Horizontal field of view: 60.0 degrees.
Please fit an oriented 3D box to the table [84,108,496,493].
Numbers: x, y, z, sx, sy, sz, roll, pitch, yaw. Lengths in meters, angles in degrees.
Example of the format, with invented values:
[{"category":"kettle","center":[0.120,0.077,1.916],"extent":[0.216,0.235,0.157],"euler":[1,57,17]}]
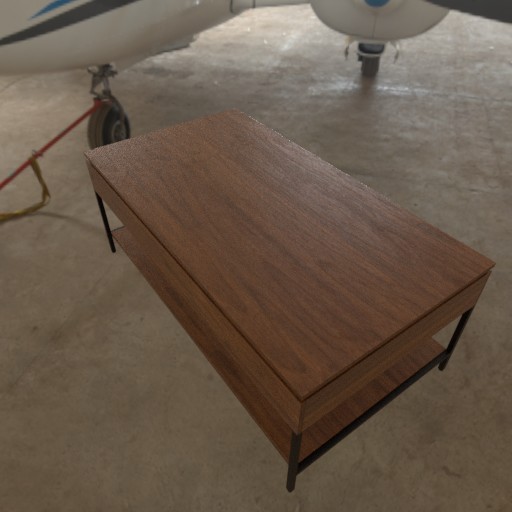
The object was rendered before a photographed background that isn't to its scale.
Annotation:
[{"category":"table","center":[0.000,0.000,1.333],"extent":[0.574,0.414,1.057],"euler":[-26,47,-26]}]
